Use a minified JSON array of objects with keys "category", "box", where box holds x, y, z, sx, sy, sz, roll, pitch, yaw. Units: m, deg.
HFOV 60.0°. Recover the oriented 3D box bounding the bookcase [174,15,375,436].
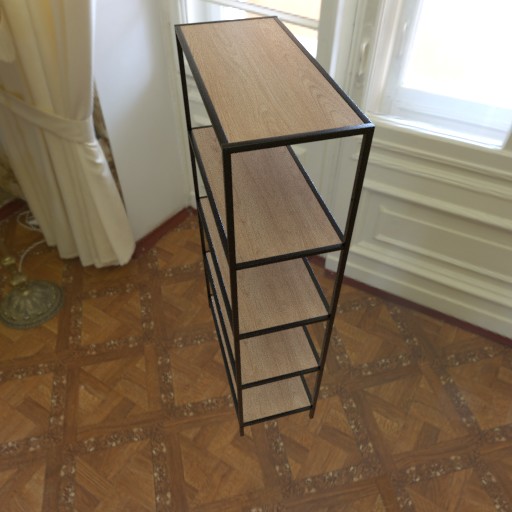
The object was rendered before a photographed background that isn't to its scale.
[{"category":"bookcase","box":[0.000,0.000,1.759,0.350,1.500,0.770,-11,47,-10]}]
